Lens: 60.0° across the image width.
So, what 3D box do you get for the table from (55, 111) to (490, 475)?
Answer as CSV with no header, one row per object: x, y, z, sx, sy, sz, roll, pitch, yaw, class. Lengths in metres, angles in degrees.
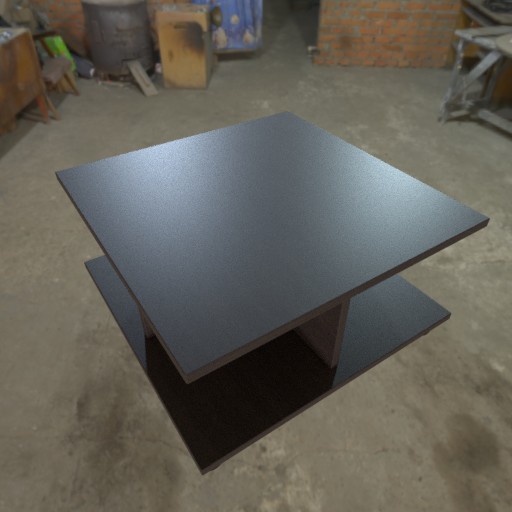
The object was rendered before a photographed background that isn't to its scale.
0.000,0.000,1.206,0.762,0.396,0.762,-23,45,-25,table
